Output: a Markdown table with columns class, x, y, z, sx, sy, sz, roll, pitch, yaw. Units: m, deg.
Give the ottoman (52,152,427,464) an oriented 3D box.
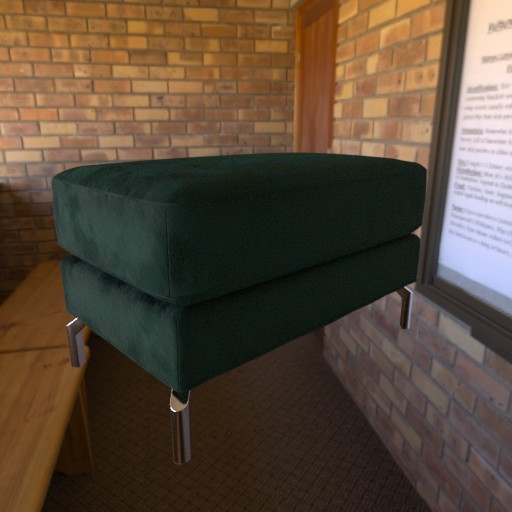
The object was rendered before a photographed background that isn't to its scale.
| class | x | y | z | sx | sy | sz | roll | pitch | yaw |
| --- | --- | --- | --- | --- | --- | --- | --- | --- | --- |
| ottoman | 0.000 | 0.000 | 1.208 | 0.886 | 0.533 | 0.536 | -15 | 22 | -41 |
